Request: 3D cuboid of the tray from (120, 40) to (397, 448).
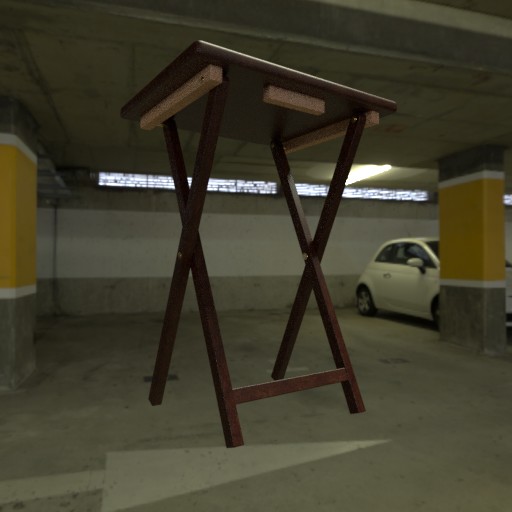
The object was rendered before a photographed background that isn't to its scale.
[{"bbox_3d":[0.000,0.000,0.968,0.483,0.660,0.381,1,-1,-34],"label":"tray"}]
